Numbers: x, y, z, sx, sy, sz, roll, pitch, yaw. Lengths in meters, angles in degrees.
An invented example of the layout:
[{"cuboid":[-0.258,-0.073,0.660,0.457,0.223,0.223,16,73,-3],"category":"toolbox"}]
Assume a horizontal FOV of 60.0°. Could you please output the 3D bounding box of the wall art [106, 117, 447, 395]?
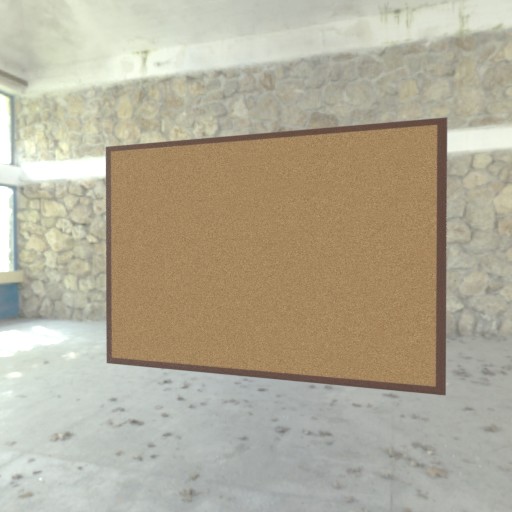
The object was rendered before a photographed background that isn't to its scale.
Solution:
[{"cuboid":[0.000,0.000,0.833,0.660,0.455,0.014,0,1,18],"category":"wall art"}]
